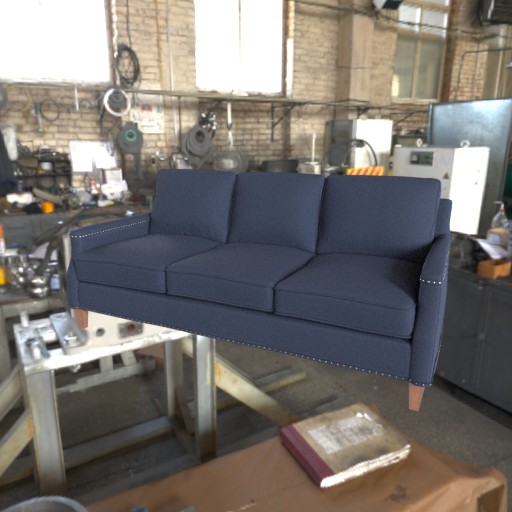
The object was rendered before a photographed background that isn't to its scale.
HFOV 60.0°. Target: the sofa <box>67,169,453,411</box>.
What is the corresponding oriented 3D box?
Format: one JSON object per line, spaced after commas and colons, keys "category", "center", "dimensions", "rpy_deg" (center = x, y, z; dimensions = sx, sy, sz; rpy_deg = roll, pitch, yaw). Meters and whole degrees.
{"category": "sofa", "center": [0.000, 0.000, 2.799], "dimensions": [2.246, 1.003, 1.084], "rpy_deg": [7, 16, 25]}
